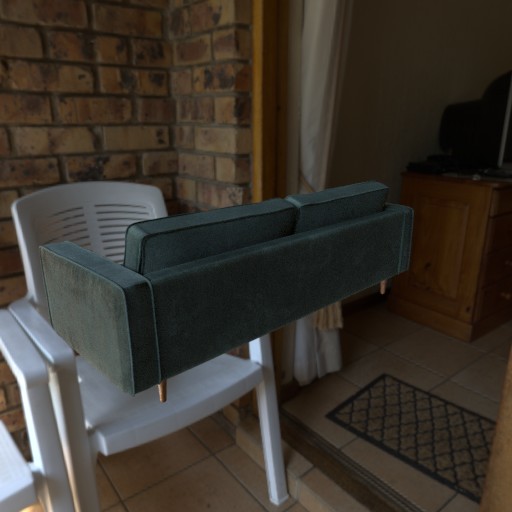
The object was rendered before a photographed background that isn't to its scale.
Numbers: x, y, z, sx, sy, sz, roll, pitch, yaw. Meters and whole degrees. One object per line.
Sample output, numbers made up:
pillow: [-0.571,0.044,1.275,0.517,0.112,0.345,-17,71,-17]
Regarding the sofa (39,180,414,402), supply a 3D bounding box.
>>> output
sofa: [0.000,0.000,2.669,2.214,0.781,0.886,-16,23,-41]
